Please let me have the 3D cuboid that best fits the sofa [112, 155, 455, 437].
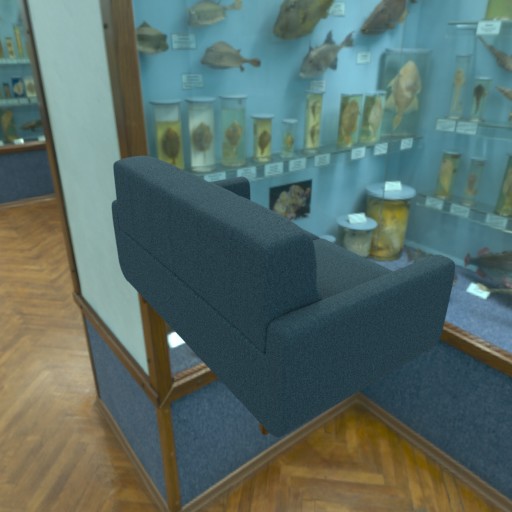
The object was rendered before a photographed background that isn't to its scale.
[{"bbox_3d":[0.000,0.000,2.296,0.942,0.896,1.651,-17,31,-32],"label":"sofa"}]
